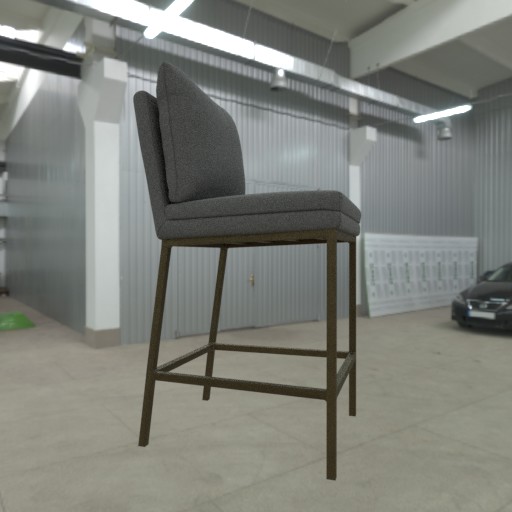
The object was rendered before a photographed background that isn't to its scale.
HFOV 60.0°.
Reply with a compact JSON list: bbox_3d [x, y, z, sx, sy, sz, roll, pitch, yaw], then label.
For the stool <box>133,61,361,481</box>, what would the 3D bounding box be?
[{"bbox_3d":[0.000,0.000,1.312,0.569,1.030,0.463,0,0,19],"label":"stool"}]
